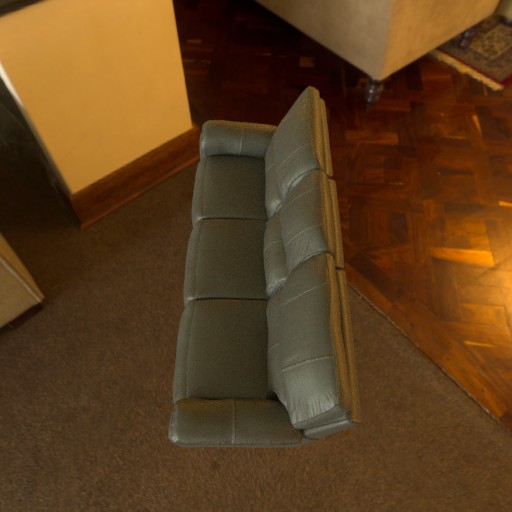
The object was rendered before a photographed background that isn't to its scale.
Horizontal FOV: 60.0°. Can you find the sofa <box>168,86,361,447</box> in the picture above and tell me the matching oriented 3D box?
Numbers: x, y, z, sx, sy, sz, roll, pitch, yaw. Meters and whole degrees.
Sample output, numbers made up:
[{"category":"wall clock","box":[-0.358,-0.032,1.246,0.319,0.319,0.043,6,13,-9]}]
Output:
[{"category":"sofa","box":[0.000,0.000,3.261,1.104,1.134,2.627,0,58,0]}]
